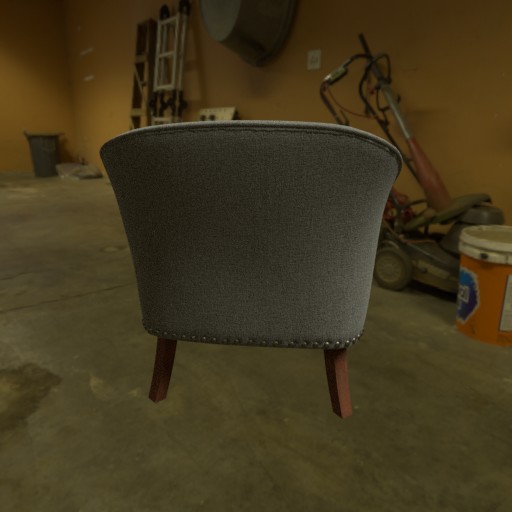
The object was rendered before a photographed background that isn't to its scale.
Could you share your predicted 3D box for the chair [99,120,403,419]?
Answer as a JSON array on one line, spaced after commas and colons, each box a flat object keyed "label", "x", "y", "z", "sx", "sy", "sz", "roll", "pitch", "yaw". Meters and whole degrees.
[{"label": "chair", "x": 0.000, "y": 0.000, "z": 1.405, "sx": 0.798, "sy": 0.815, "sz": 0.704, "roll": 2, "pitch": 17, "yaw": 8}]
